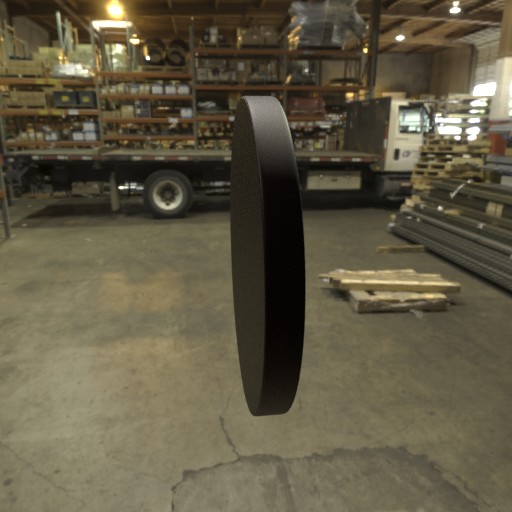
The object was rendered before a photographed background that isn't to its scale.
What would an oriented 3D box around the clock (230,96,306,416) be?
[{"bbox_3d":[0.000,0.000,0.462,0.029,0.314,0.314,-2,16,-7],"label":"clock"}]
